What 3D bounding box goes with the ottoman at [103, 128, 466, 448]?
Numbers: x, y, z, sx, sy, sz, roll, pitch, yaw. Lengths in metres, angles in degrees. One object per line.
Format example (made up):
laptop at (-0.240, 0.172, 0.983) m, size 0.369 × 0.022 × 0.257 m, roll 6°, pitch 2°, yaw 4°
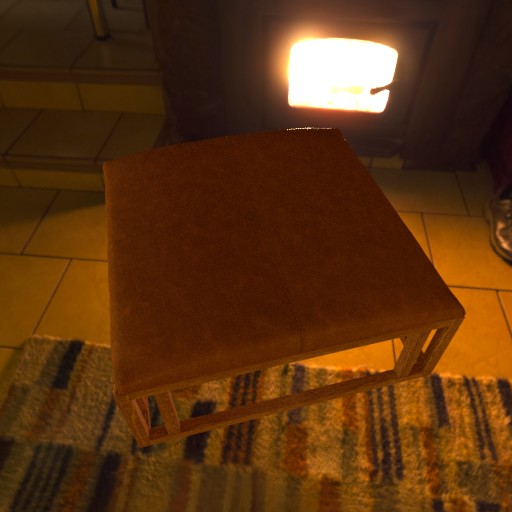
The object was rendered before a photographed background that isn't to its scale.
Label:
ottoman at (0.000, 0.000, 1.643) m, size 1.013 × 0.442 × 1.016 m, roll -11°, pitch 48°, yaw -10°
